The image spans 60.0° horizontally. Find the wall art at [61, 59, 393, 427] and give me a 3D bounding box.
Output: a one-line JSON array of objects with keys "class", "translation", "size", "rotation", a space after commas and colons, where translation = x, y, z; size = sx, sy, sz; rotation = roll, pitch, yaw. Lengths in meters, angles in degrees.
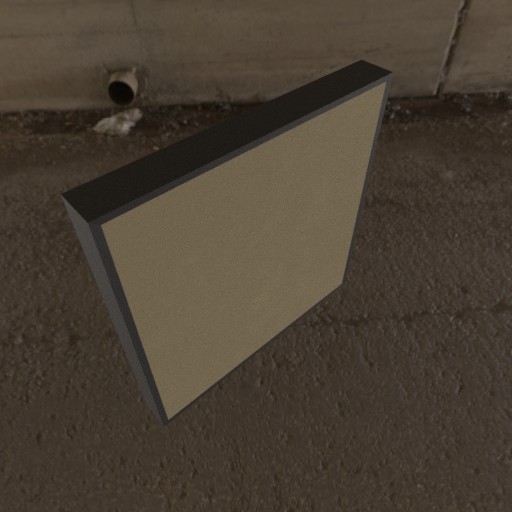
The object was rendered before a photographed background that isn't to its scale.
[{"class": "wall art", "translation": [0.000, 0.000, 0.451], "size": [0.302, 0.300, 0.036], "rotation": [-33, 55, -27]}]
